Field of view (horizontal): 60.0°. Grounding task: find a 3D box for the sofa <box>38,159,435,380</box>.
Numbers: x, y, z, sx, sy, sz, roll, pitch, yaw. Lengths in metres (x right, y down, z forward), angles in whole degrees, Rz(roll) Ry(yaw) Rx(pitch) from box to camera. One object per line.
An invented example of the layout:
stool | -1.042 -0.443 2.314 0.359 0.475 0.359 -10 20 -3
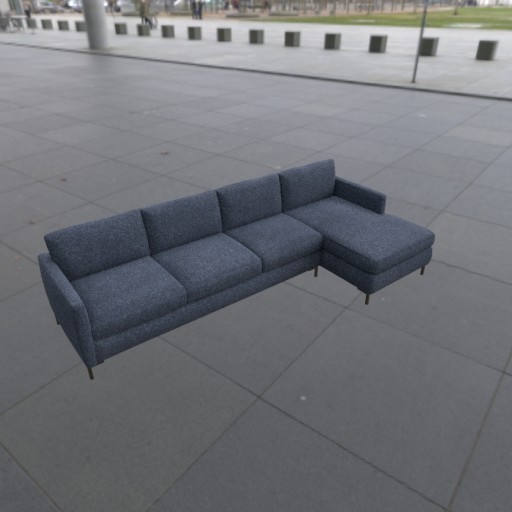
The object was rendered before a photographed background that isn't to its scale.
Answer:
sofa | 0.000 0.000 3.513 2.932 0.810 1.350 -21 36 -31
